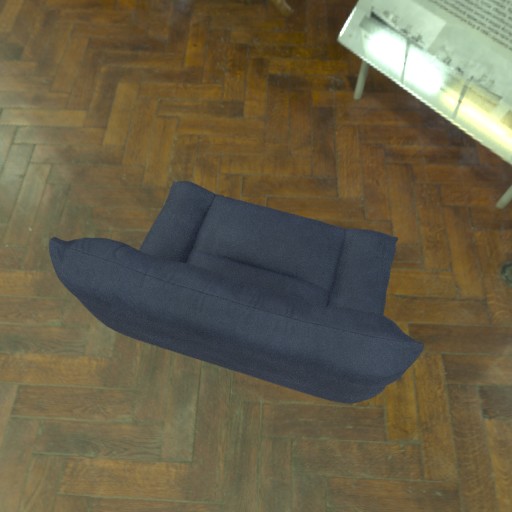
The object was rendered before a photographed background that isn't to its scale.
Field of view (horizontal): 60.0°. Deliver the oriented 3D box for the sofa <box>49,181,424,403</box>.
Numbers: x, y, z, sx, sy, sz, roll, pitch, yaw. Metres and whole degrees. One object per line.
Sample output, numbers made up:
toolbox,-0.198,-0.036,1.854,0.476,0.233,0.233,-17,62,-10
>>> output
sofa,0.000,0.000,1.700,1.122,0.778,0.849,16,64,8
